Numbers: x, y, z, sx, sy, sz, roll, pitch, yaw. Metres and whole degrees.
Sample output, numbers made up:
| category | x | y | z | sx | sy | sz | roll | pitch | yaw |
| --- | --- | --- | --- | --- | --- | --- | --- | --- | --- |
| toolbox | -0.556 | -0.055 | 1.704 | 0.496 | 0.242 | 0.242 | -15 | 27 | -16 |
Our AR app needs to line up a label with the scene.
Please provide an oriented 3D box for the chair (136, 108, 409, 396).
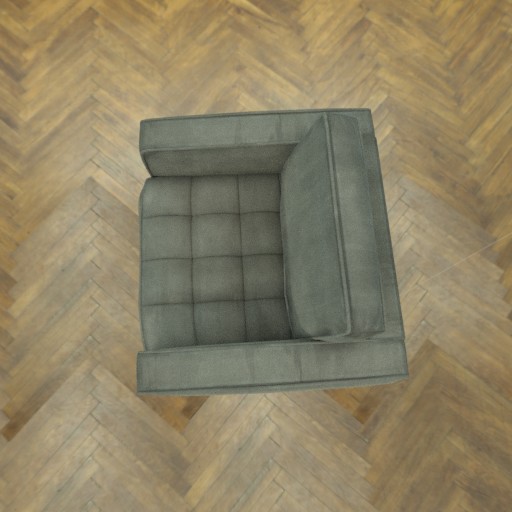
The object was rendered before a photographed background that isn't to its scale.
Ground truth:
| category | x | y | z | sx | sy | sz | roll | pitch | yaw |
| --- | --- | --- | --- | --- | --- | --- | --- | --- | --- |
| chair | 0.000 | 0.000 | 1.551 | 0.843 | 0.773 | 0.928 | -3 | 75 | -1 |
